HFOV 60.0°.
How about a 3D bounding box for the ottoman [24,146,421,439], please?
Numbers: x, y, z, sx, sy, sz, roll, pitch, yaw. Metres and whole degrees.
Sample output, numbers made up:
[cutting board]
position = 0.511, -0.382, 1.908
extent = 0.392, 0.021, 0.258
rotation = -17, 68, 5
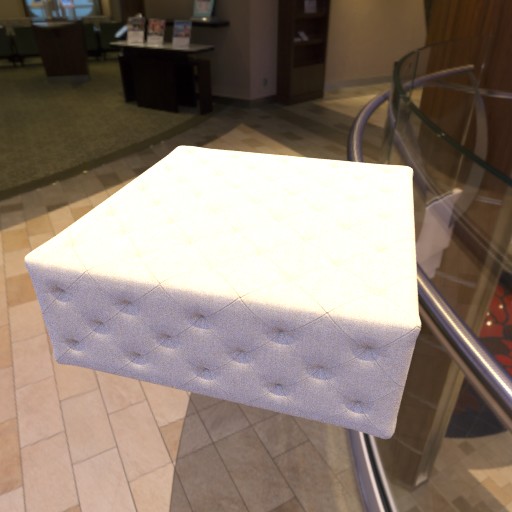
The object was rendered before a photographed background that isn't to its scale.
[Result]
[ottoman]
position = 0.000, 0.000, 1.587
extent = 1.028, 0.439, 1.028
rotation = 8, 32, 13
